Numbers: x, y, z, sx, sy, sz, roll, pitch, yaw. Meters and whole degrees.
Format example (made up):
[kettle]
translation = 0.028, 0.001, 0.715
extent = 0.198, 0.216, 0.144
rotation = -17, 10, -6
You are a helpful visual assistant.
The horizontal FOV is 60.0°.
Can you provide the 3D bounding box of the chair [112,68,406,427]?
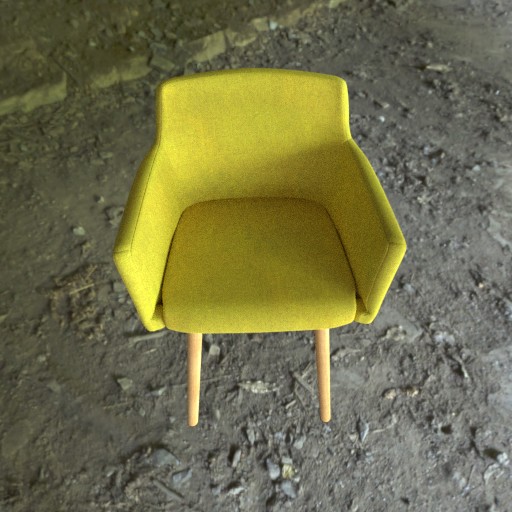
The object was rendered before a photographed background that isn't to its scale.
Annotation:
[chair]
translation = 0.000, 0.000, 1.176
extent = 0.570, 0.780, 0.570
rotation = -2, 45, -2
